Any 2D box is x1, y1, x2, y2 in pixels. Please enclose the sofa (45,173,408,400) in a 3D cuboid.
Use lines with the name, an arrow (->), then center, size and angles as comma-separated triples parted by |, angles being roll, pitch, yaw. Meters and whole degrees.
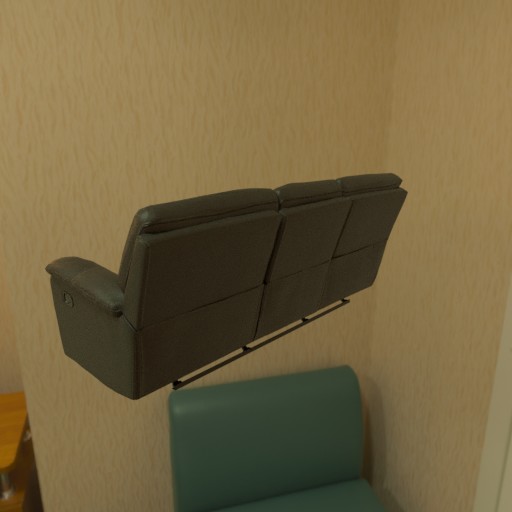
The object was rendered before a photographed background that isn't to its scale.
sofa -> 0.000, 0.000, 3.208 | 1.104, 1.134, 2.627 | 14, 21, 41
